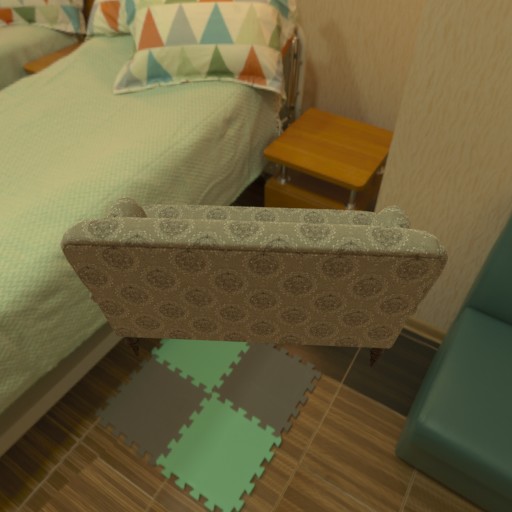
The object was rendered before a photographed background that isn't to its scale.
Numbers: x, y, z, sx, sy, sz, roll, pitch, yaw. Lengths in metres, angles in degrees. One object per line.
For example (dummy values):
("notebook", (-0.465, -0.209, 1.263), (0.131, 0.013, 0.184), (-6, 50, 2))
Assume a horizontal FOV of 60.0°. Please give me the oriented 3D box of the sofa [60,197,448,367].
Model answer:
("sofa", (0.000, 0.000, 1.889), (1.297, 0.889, 0.779), (2, 46, 2))
